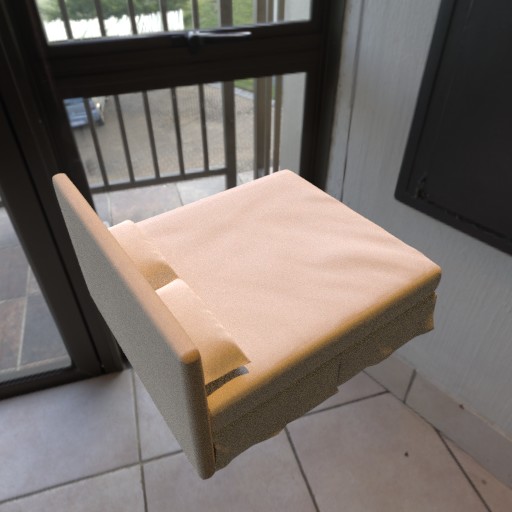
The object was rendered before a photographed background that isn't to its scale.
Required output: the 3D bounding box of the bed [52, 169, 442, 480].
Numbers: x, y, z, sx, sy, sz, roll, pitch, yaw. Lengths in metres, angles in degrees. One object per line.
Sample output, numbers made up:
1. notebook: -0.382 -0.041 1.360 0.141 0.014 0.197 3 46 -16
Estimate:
1. bed: 0.000 0.000 3.541 2.319 1.317 2.119 -25 46 -26
